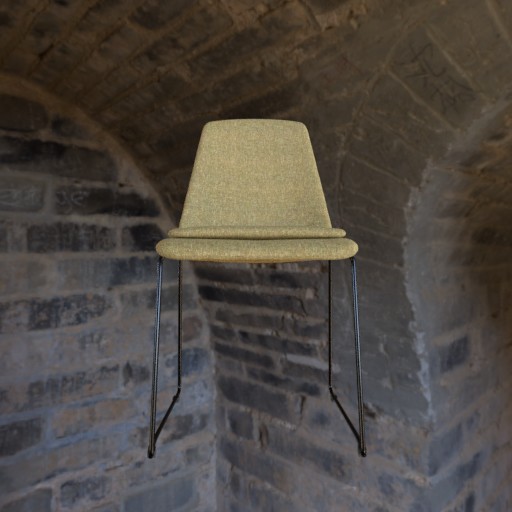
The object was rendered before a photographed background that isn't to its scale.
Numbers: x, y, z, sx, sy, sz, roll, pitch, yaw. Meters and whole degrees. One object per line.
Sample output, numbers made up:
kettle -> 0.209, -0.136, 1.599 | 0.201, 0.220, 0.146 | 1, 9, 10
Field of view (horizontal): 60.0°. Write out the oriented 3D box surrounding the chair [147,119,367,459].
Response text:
chair -> 0.000, 0.000, 1.144 | 0.479, 0.849, 0.496 | 0, 0, -1
